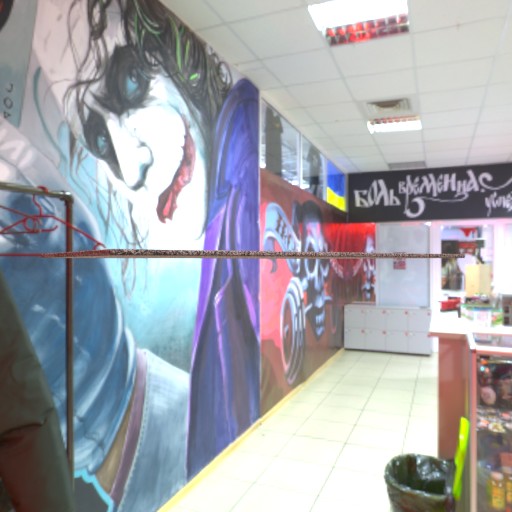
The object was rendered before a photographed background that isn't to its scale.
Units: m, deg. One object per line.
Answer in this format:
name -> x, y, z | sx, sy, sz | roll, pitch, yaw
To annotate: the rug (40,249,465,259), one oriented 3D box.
rug -> 0.000, 0.000, 3.389 | 2.743, 0.030, 1.778 | 0, -1, -35
